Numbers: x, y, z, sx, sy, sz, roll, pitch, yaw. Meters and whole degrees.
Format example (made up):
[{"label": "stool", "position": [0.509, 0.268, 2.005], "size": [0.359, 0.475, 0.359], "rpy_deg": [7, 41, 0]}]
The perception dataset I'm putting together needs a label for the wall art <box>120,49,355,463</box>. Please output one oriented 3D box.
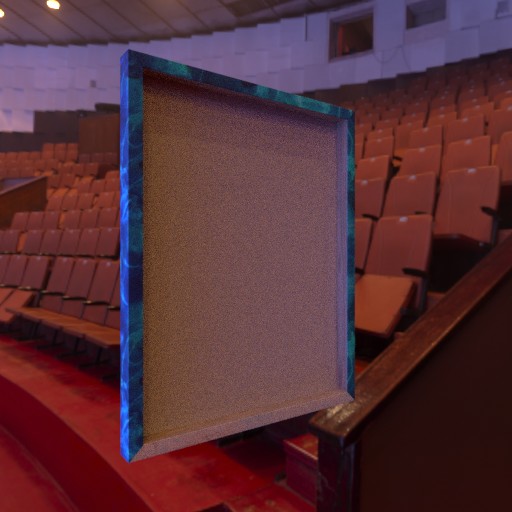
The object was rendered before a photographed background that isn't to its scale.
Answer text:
[{"label": "wall art", "position": [0.000, 0.000, 0.842], "size": [0.508, 0.635, 0.038], "rpy_deg": [0, 0, -35]}]
